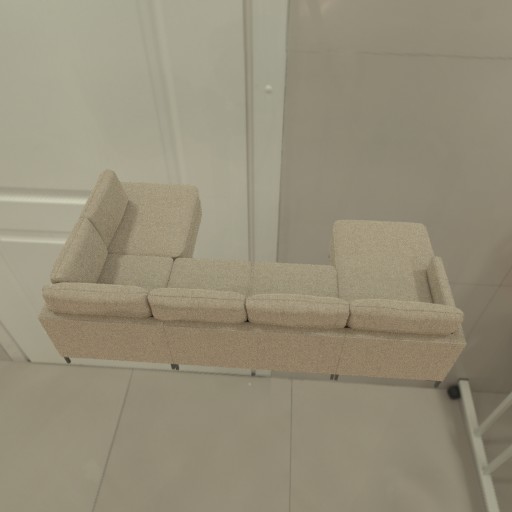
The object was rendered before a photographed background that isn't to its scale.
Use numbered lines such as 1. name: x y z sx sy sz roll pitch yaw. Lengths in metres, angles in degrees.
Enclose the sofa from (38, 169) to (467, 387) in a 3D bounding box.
1. sofa: 0.000 0.000 4.288 3.423 0.996 2.021 3 47 3
